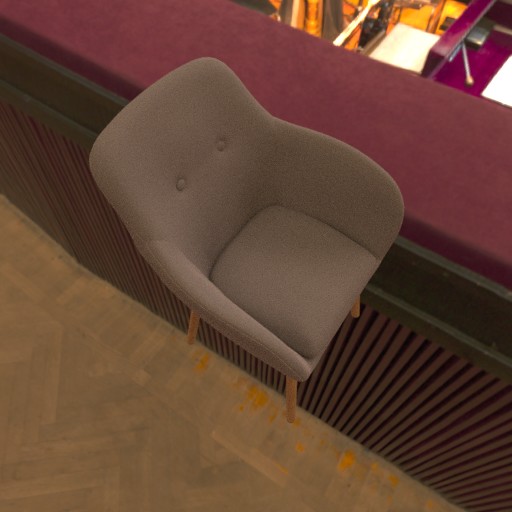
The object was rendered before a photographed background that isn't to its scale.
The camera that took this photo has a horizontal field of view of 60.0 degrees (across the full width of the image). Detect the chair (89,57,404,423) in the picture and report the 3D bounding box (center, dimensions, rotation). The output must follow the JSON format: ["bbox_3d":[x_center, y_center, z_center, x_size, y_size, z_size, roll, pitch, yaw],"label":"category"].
[{"bbox_3d":[0.000,0.000,1.215,0.590,0.830,0.570,30,62,18],"label":"chair"}]
